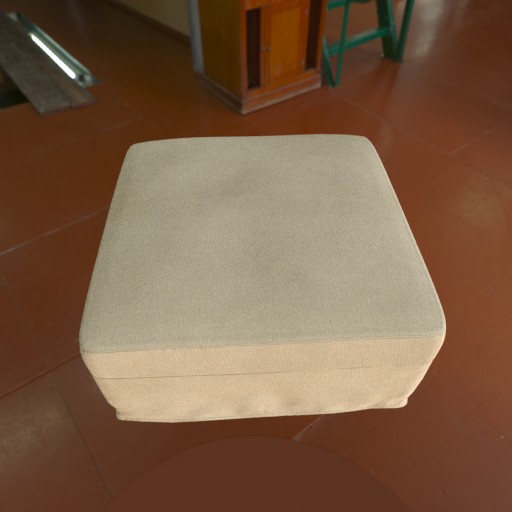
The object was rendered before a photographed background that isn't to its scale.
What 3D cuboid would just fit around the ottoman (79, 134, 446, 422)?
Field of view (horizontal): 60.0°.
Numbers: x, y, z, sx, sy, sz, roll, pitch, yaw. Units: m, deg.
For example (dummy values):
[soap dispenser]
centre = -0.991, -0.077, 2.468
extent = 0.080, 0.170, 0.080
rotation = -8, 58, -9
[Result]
[ottoman]
centre = 0.000, 0.000, 1.358
extent = 0.842, 0.441, 0.843
rotation = -2, 46, -2
